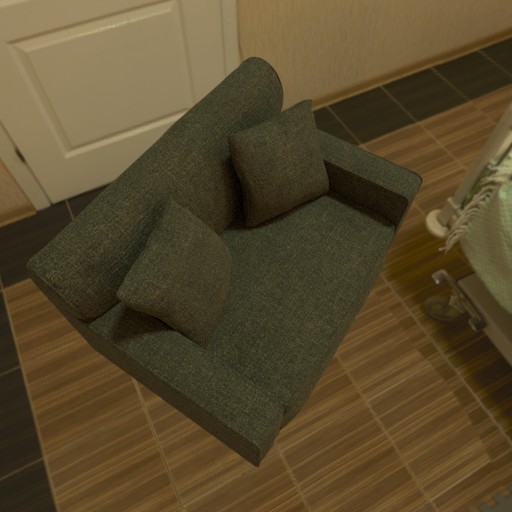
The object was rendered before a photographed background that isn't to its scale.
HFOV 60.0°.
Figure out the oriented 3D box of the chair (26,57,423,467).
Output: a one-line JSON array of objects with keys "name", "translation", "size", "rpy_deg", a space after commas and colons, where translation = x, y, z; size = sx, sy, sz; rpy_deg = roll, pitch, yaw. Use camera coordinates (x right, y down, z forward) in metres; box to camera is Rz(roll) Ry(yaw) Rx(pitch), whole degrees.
[{"name": "chair", "translation": [0.000, 0.000, 1.983], "size": [1.000, 0.948, 1.383], "rpy_deg": [29, 63, 17]}]
